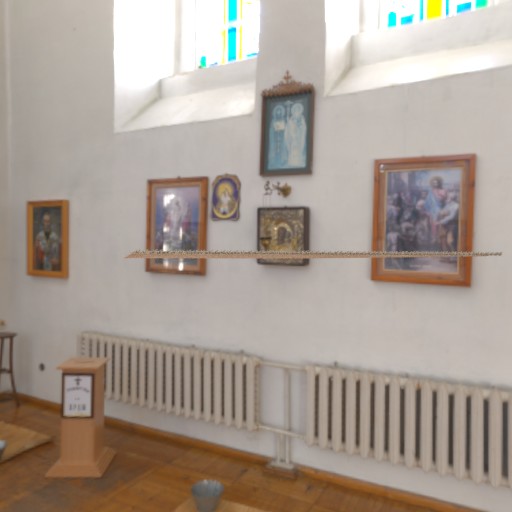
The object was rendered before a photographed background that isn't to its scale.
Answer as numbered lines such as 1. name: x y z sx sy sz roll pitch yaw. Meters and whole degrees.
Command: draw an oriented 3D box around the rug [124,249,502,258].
1. rug: 0.000 0.000 2.181 1.223 0.015 1.771 0 -1 -17
